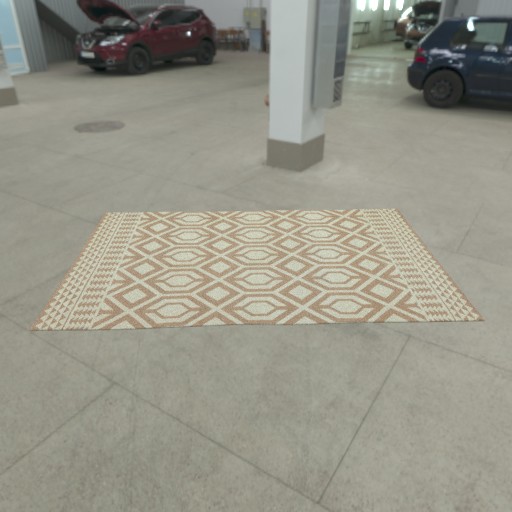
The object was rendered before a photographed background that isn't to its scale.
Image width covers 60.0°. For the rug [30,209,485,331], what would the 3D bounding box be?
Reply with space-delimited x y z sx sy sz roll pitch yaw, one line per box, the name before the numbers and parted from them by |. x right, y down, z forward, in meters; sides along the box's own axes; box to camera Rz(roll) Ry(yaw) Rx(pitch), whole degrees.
rug | 0.000 0.000 3.025 2.435 0.011 1.526 -1 29 -2
